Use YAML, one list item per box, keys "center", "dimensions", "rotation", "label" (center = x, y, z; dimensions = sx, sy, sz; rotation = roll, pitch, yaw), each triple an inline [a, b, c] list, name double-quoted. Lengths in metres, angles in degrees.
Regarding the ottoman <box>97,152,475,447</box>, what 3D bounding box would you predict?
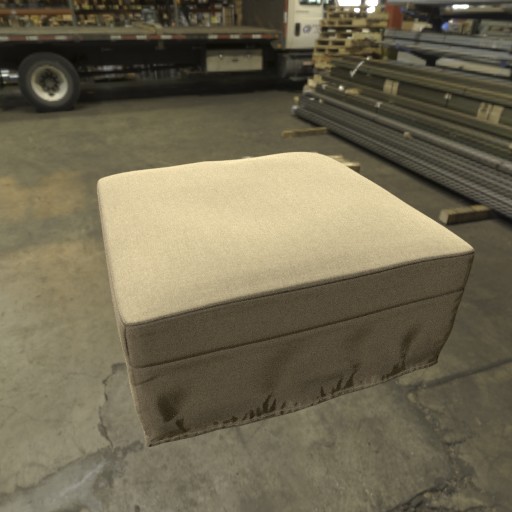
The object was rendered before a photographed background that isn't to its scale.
- center: [0.000, 0.000, 1.334]
  dimensions: [0.843, 0.436, 0.840]
  rotation: [-10, 32, -17]
  label: "ottoman"
